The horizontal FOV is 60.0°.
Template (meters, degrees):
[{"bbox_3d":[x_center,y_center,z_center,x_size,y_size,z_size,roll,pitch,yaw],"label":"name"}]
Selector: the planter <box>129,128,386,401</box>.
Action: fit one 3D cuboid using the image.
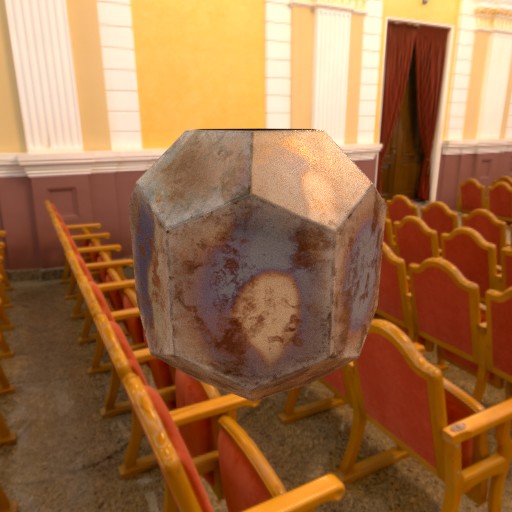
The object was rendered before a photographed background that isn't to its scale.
[{"bbox_3d":[0.000,0.000,0.433,0.221,0.238,0.243,-9,19,-26],"label":"planter"}]
